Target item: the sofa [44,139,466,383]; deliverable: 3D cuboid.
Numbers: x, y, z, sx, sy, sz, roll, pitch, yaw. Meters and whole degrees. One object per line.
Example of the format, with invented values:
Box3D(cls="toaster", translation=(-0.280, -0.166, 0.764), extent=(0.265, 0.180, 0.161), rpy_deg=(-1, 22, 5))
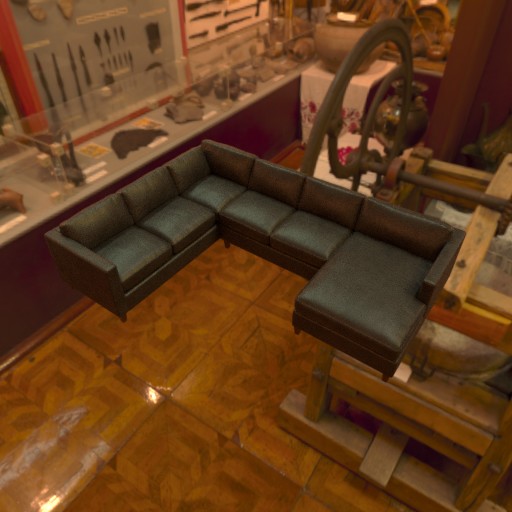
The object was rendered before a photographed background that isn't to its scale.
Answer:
Box3D(cls="sofa", translation=(0.000, 0.000, 4.494), extent=(3.324, 0.891, 2.452), rpy_deg=(25, 47, 26))
